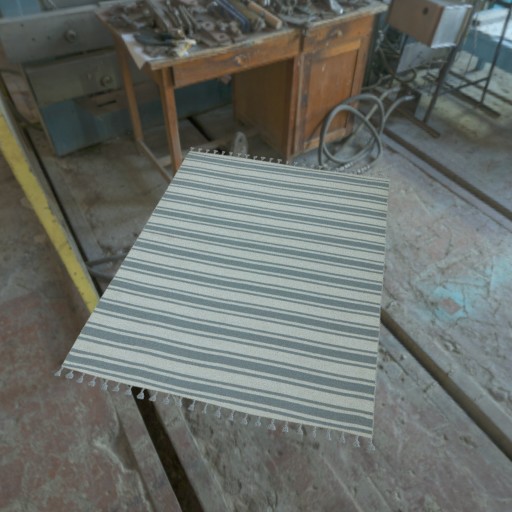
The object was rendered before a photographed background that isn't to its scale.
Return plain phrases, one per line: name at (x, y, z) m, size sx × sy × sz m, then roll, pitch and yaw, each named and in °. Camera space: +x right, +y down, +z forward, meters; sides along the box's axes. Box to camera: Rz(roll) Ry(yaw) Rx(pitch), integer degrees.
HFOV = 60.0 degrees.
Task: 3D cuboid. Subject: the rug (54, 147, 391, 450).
rug at (0.000, 0.000, 4.254) m, size 2.439 × 0.005 × 3.201 m, roll 10°, pitch 48°, yaw 9°
